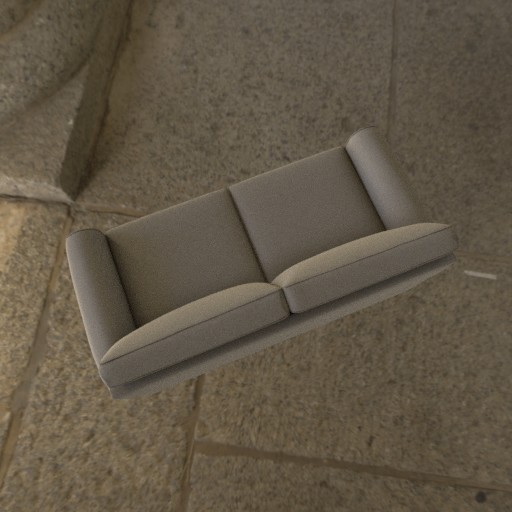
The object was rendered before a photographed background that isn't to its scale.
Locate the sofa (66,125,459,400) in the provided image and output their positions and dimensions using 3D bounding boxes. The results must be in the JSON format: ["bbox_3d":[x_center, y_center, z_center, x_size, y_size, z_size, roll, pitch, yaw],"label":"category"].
[{"bbox_3d":[0.000,0.000,2.460,1.930,0.952,0.940,-21,75,-6],"label":"sofa"}]
